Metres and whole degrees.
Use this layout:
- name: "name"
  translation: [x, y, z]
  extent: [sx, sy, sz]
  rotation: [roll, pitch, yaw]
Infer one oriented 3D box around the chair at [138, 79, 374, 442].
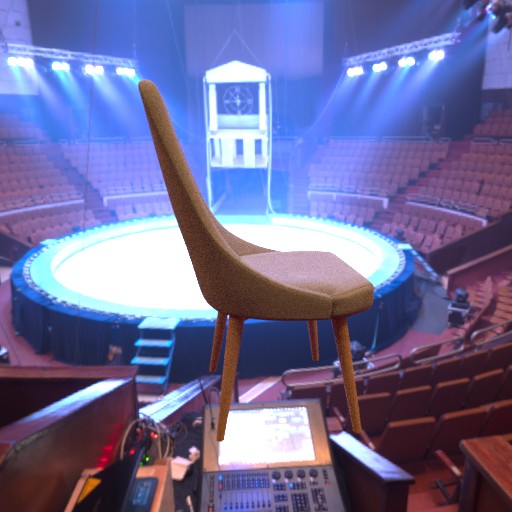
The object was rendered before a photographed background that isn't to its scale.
- name: "chair"
  translation: [0.000, 0.000, 1.431]
  extent: [0.660, 1.040, 0.510]
  rotation: [-2, 15, -8]
